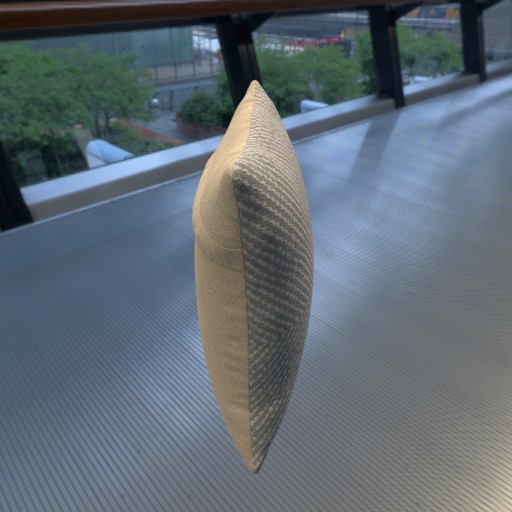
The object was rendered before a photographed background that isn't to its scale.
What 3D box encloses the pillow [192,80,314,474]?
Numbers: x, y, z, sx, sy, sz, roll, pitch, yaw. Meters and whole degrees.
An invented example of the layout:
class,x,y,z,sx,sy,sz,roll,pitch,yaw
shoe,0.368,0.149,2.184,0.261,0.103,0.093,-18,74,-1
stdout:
class,x,y,z,sx,sy,sz,roll,pitch,yaw
pillow,0.000,0.000,0.708,0.181,0.458,0.459,1,31,2
